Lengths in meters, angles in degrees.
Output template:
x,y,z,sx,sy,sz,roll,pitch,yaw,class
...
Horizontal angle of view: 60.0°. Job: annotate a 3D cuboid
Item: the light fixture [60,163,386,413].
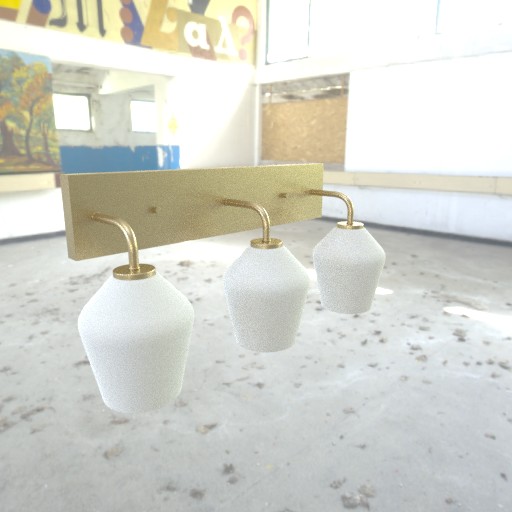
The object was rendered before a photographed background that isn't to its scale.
x,y,z,sx,sy,sz,roll,pitch,yaw,class
0.000,0.000,0.729,0.609,0.280,0.190,-13,19,-43,light fixture
